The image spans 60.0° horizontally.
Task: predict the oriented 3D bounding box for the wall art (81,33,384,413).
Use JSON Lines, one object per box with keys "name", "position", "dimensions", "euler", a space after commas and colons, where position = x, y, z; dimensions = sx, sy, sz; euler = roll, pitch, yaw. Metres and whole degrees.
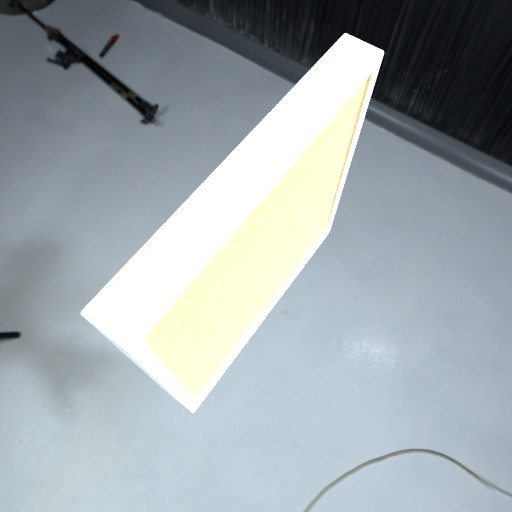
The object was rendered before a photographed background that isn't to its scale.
{"name": "wall art", "position": [0.000, 0.000, 0.449], "dimensions": [0.038, 0.305, 0.305], "euler": [33, 68, 15]}
